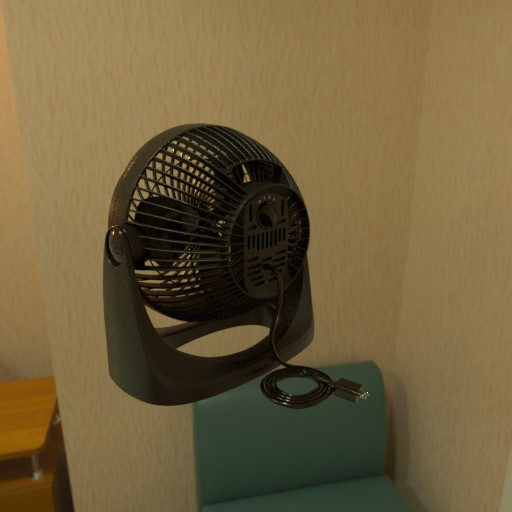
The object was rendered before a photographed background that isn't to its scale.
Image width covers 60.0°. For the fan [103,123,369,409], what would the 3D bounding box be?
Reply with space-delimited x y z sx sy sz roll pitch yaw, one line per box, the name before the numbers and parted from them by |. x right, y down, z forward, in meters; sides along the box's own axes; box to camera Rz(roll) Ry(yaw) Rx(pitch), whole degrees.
fan | 0.000 0.000 0.483 0.273 0.277 0.256 -15 22 -41
